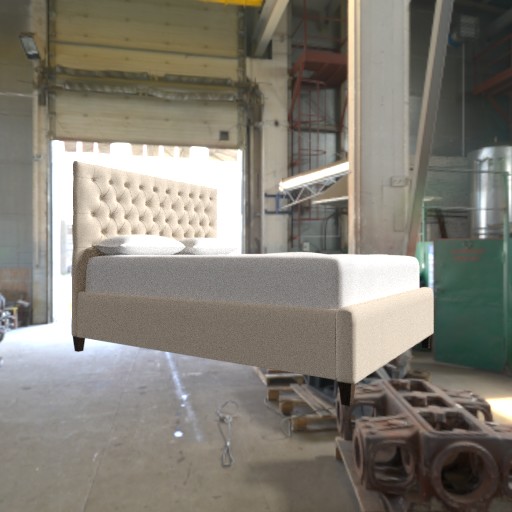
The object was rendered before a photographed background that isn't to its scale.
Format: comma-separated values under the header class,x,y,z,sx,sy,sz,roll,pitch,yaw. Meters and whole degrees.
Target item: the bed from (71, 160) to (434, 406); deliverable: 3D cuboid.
class,x,y,z,sx,sy,sz,roll,pitch,yaw
bed,0.000,0.000,3.388,2.233,1.426,1.696,0,0,34
